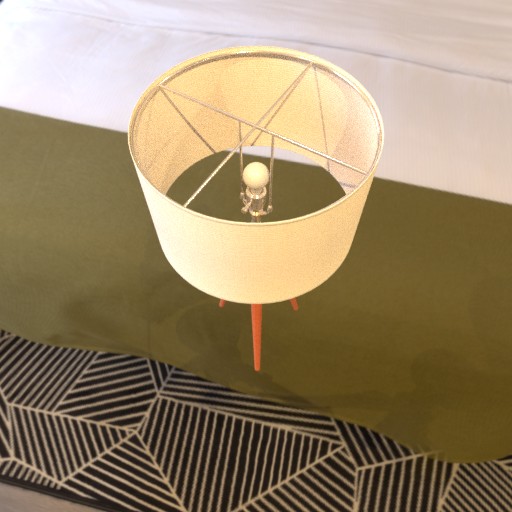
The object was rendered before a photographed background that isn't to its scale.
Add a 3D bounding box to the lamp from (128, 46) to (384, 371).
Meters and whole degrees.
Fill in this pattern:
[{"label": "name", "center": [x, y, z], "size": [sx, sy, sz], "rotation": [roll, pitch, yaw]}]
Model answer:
[{"label": "lamp", "center": [0.000, 0.000, 0.920], "size": [0.354, 0.709, 0.355], "rotation": [-15, 59, -9]}]
